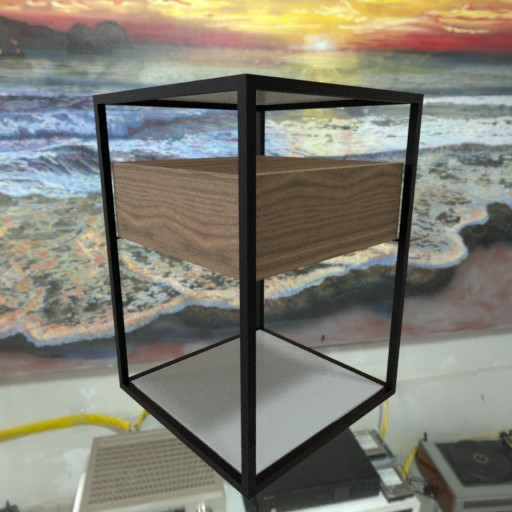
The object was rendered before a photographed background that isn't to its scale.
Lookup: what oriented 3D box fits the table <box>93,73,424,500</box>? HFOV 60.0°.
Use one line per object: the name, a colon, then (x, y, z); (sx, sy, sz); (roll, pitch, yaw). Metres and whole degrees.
table: (0.000, 0.000, 0.786); (0.378, 0.540, 0.378); (-14, 21, -41)
